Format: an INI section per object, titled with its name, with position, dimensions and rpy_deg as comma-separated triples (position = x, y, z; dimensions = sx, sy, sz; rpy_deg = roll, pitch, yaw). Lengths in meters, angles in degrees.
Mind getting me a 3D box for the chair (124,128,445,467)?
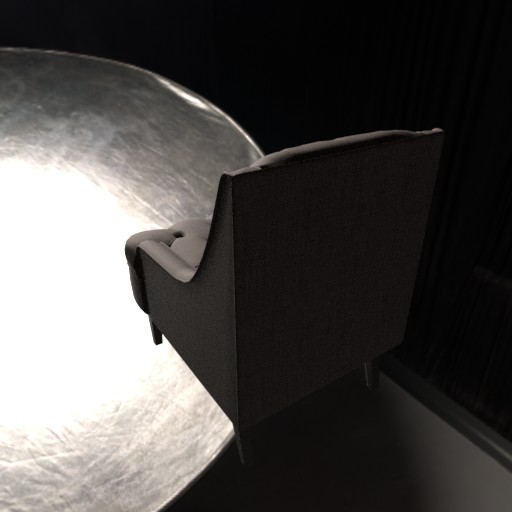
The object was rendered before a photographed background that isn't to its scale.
[chair]
position = 0.000, 0.000, 1.436
dimensions = 0.655, 0.891, 0.771
rpy_deg = -18, 33, -30
